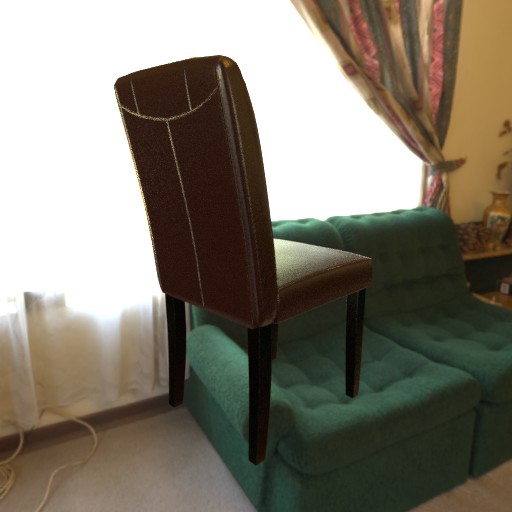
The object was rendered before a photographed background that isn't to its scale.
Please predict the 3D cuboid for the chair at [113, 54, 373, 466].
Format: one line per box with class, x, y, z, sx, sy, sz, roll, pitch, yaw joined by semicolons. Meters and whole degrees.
chair;0.000;0.000;1.184;0.556;0.897;0.399;-14;19;-43
